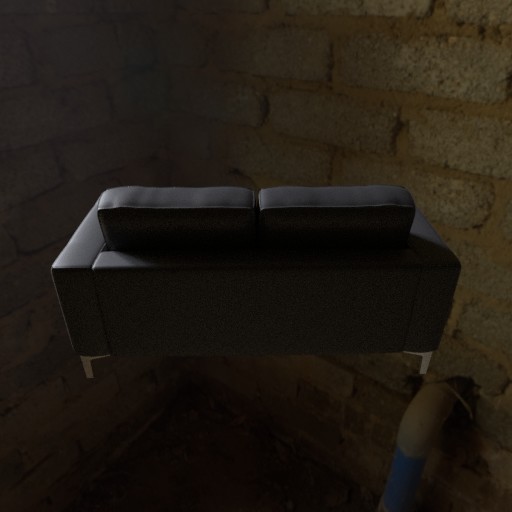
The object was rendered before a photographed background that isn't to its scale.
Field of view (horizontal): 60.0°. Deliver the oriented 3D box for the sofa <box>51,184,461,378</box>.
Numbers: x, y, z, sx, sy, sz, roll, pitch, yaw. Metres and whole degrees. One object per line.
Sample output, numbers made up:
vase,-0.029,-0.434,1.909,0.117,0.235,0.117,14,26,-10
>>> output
sofa,0.000,0.000,2.246,1.726,0.893,0.833,-1,31,-1
